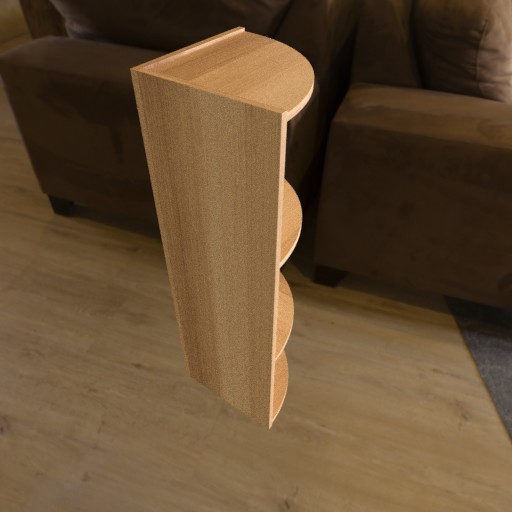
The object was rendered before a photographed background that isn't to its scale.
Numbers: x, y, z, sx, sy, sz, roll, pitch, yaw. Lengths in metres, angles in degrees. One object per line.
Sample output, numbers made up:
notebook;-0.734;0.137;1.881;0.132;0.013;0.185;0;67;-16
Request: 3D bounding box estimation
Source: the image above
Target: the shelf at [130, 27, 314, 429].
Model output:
shelf;0.000;0.000;1.029;0.290;0.872;0.290;25;48;25
